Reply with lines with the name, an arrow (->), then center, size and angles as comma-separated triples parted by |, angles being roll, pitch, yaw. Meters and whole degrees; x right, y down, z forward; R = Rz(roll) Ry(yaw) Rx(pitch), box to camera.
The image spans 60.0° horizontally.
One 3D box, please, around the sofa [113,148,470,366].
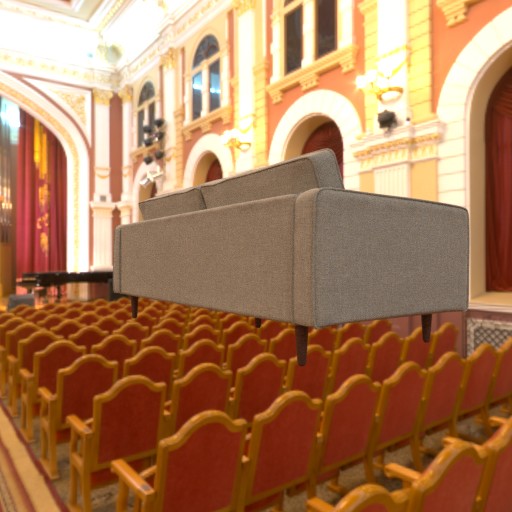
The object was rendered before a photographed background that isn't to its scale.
sofa -> 0.000, 0.000, 2.348 | 0.914, 0.762, 1.879 | 0, -1, -36
